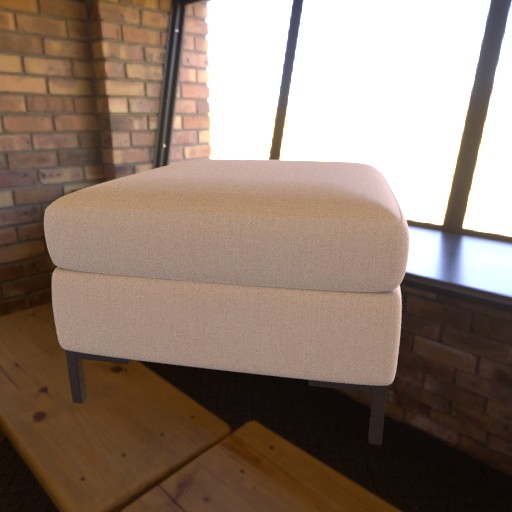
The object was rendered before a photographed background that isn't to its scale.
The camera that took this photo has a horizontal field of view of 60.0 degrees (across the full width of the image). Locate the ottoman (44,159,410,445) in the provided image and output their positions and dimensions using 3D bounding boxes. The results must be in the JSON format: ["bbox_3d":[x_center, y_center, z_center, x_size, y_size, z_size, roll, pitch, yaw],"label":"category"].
[{"bbox_3d":[0.000,0.000,1.138,0.657,0.453,0.794,4,18,11],"label":"ottoman"}]
